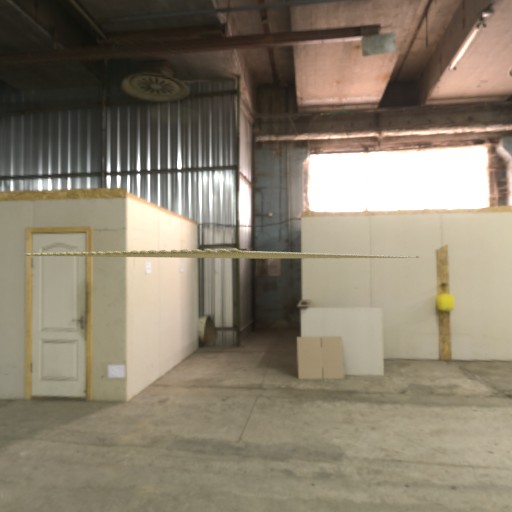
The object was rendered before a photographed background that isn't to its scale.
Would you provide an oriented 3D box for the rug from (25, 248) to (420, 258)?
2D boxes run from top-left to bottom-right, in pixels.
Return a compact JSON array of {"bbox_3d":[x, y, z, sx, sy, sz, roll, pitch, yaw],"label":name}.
[{"bbox_3d":[0.000,0.000,3.067,1.540,0.018,2.435,-1,-1,36],"label":"rug"}]
